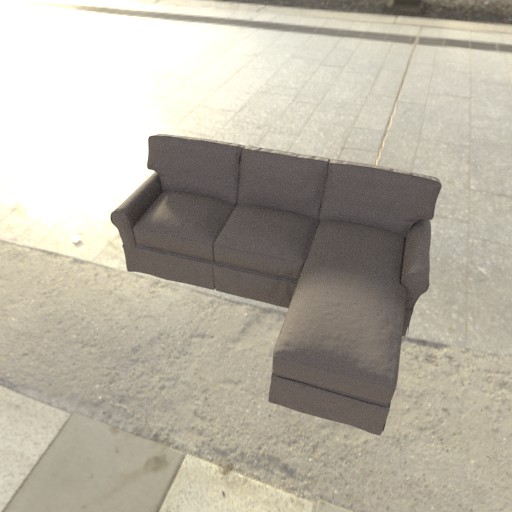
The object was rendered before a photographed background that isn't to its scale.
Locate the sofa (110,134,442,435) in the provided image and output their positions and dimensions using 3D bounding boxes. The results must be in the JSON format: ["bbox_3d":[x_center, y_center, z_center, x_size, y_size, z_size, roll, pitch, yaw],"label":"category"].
[{"bbox_3d":[0.000,0.000,3.329,2.475,0.978,1.733,12,43,13],"label":"sofa"}]
